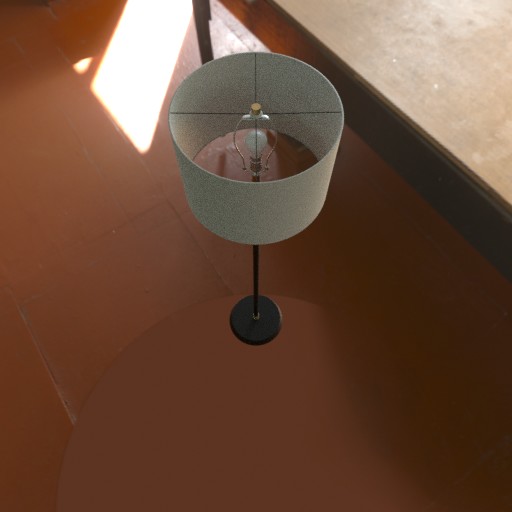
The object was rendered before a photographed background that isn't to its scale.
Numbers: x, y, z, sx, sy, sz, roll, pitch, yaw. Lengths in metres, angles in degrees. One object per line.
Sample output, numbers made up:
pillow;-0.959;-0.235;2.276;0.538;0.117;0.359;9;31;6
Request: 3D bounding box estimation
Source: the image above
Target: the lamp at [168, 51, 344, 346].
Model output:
lamp;0.000;0.000;1.685;0.404;1.517;0.404;0;63;0
